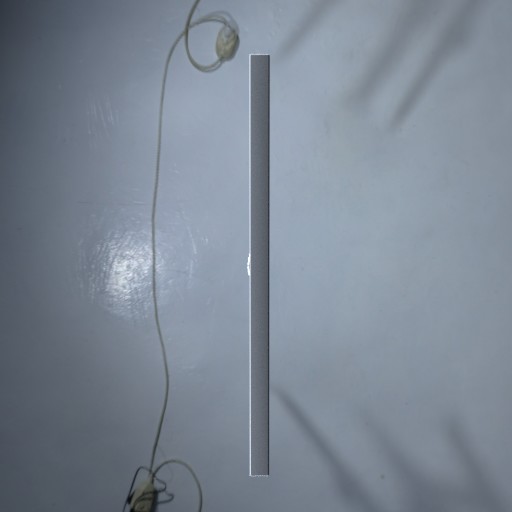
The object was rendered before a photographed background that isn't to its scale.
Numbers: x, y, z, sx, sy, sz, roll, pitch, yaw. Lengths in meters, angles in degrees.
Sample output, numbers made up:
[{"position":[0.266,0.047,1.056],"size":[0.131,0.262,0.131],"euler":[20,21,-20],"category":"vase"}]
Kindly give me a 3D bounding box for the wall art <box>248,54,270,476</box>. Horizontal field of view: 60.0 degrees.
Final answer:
[{"position":[0.000,0.000,1.370],"size":[0.042,1.056,0.805],"euler":[0,93,-1],"category":"wall art"}]
